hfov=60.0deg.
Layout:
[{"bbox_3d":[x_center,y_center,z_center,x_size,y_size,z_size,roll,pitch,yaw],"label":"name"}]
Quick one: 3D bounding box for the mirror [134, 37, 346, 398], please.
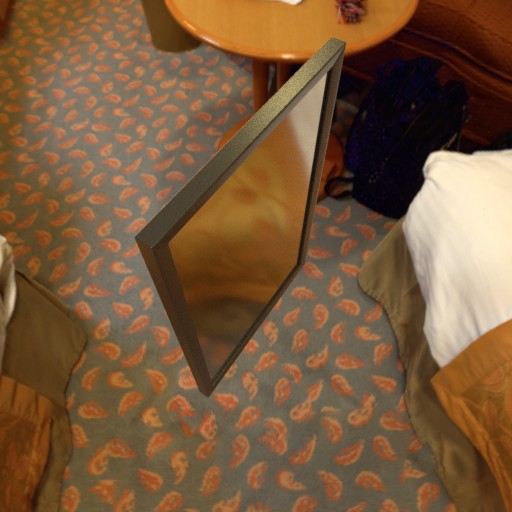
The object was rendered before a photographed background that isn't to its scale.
[{"bbox_3d":[0.000,0.000,1.185,0.040,0.915,0.609,30,63,17],"label":"mirror"}]
